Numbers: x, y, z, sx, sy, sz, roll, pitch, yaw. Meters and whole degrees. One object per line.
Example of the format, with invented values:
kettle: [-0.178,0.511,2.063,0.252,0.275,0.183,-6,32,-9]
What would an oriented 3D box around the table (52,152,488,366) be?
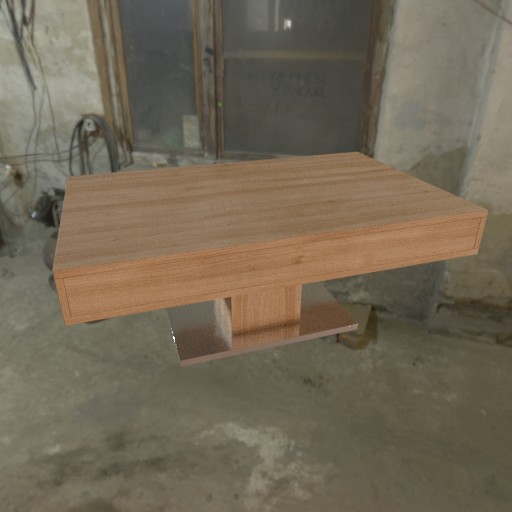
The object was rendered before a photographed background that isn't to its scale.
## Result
table: [0.000,0.000,1.446,1.100,0.440,0.700,-8,28,-16]
